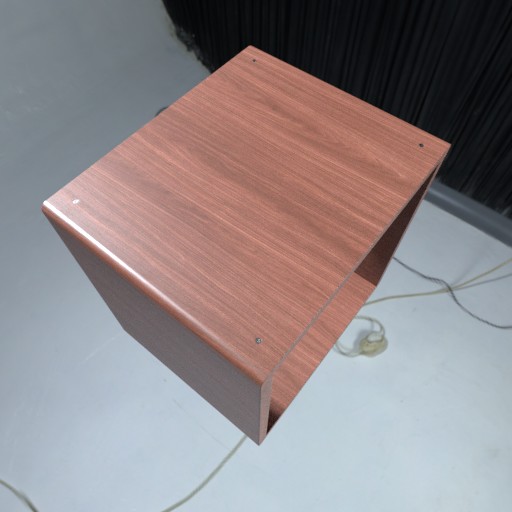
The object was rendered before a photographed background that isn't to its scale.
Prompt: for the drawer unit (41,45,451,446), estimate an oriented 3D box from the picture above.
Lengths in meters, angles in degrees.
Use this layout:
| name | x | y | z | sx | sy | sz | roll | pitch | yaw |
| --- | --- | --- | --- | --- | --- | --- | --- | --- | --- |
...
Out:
| name | x | y | z | sx | sy | sz | roll | pitch | yaw |
| --- | --- | --- | --- | --- | --- | --- | --- | --- | --- |
| drawer unit | 0.000 | 0.000 | 0.627 | 0.290 | 0.351 | 0.349 | 34 | 65 | 19 |
